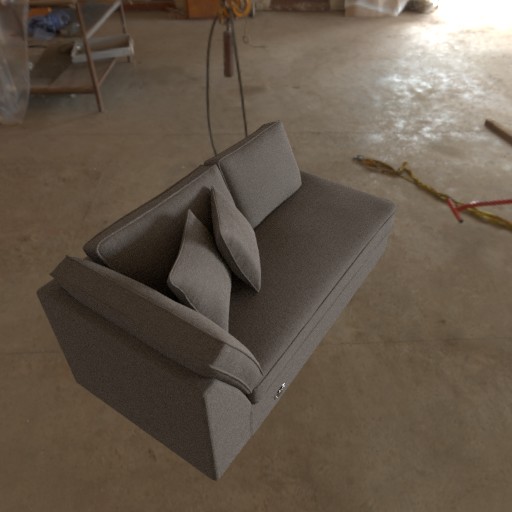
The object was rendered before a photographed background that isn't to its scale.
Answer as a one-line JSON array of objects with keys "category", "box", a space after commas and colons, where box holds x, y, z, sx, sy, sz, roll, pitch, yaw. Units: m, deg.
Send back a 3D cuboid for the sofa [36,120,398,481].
[{"category": "sofa", "box": [0.000, 0.000, 2.810, 1.110, 1.033, 2.237, 24, 46, 25]}]
